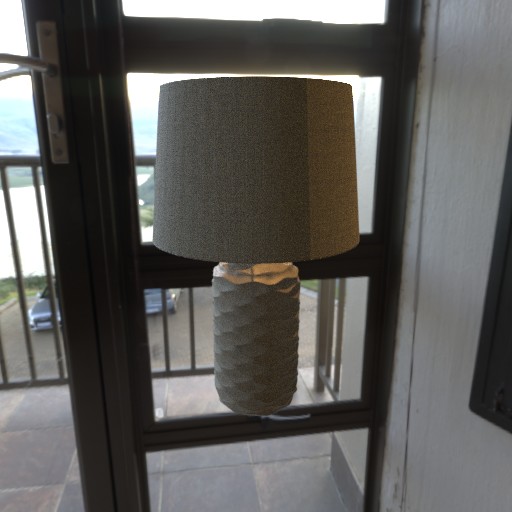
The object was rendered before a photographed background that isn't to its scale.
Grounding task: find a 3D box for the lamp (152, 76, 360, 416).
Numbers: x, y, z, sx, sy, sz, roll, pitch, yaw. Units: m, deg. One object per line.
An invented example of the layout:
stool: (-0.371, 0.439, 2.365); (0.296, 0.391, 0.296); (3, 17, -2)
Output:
lamp: (0.000, 0.000, 0.834); (0.376, 0.594, 0.376); (0, 15, 0)
